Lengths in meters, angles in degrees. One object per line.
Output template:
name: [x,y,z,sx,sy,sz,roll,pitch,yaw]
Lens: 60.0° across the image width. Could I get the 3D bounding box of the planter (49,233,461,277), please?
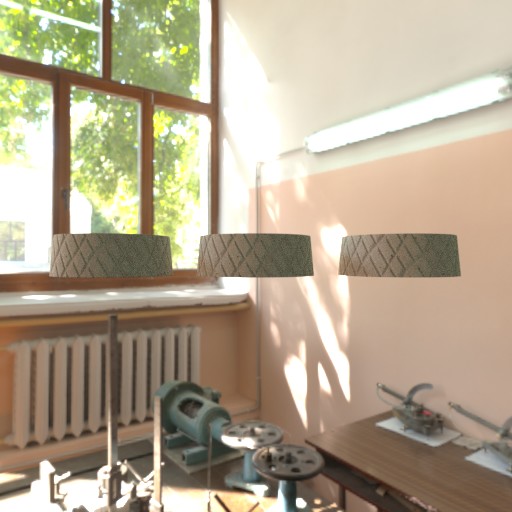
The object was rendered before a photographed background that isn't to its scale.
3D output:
planter: [0.000,0.000,0.432,0.390,0.038,0.114,0,0,-1]
